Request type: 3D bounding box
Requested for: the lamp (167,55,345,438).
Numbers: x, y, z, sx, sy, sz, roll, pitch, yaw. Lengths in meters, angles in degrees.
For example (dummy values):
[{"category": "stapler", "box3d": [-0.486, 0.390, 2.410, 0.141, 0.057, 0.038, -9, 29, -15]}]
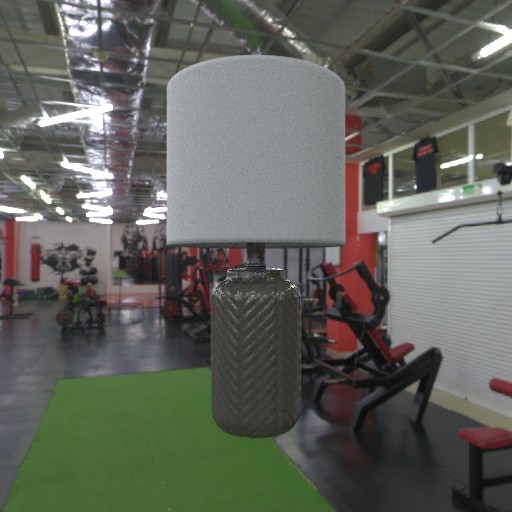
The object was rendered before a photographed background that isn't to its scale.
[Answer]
[{"category": "lamp", "box3d": [0.000, 0.000, 0.513, 0.203, 0.389, 0.203, 0, -1, -16]}]
